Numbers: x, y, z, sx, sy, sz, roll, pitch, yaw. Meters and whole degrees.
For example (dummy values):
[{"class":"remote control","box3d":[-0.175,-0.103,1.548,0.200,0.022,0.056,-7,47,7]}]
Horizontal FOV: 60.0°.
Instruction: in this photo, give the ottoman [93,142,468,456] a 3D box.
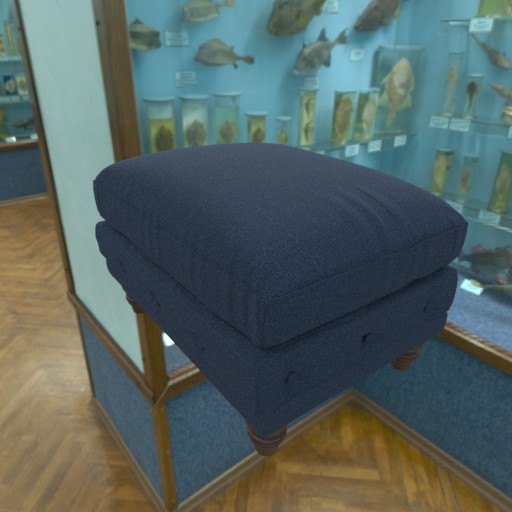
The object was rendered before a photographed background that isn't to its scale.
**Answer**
[{"class":"ottoman","box3d":[0.000,0.000,1.102,0.558,0.486,0.767,-18,31,-32]}]
